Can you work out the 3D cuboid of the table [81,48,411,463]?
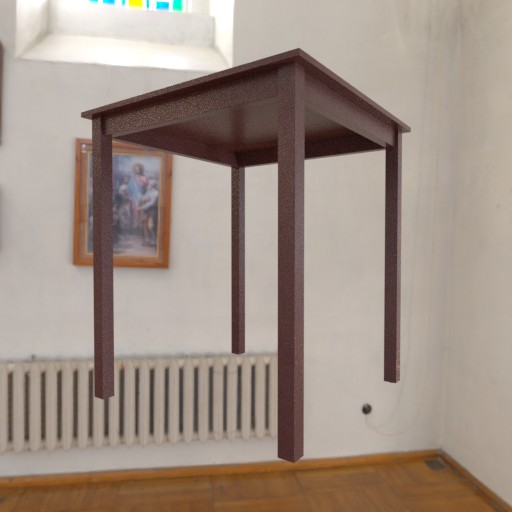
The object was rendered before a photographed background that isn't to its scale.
[{"bbox_3d":[0.000,0.000,1.633,0.861,0.991,0.861,1,2,36],"label":"table"}]
